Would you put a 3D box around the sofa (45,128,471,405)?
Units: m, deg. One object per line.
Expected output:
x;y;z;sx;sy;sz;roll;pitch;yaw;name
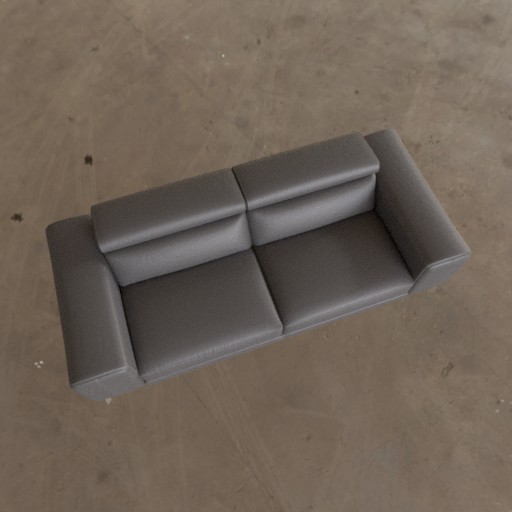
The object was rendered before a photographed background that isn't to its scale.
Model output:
0.000;0.000;2.756;2.321;0.759;1.023;-17;65;-8;sofa
